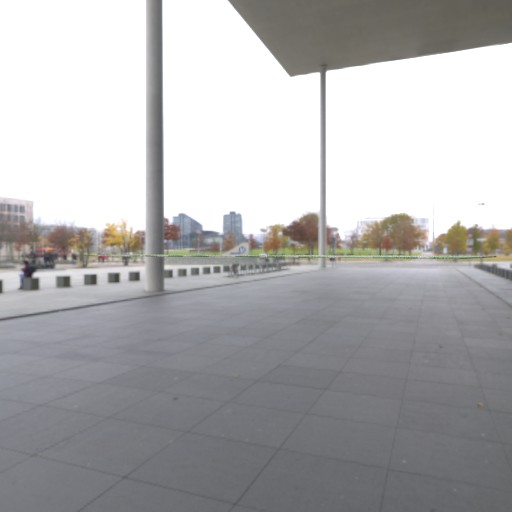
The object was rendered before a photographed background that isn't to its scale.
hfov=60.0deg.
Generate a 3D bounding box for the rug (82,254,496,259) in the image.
[{"bbox_3d":[0.000,0.000,2.643,2.438,0.006,0.761,0,1,37],"label":"rug"}]
